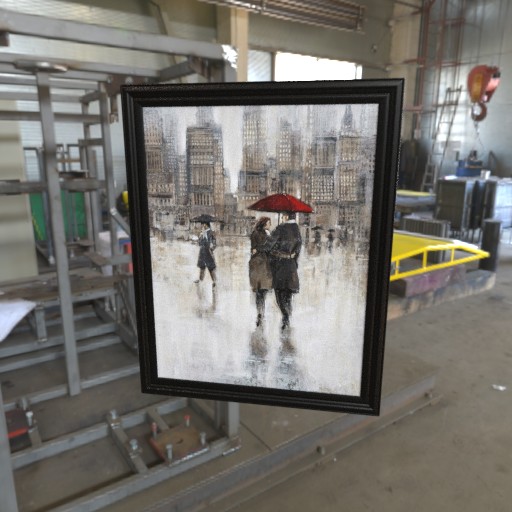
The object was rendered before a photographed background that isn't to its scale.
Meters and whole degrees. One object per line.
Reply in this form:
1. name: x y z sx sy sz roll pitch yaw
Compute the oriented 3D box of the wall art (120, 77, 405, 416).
1. wall art: 0.000 0.000 1.621 0.950 1.194 0.053 2 14 10
